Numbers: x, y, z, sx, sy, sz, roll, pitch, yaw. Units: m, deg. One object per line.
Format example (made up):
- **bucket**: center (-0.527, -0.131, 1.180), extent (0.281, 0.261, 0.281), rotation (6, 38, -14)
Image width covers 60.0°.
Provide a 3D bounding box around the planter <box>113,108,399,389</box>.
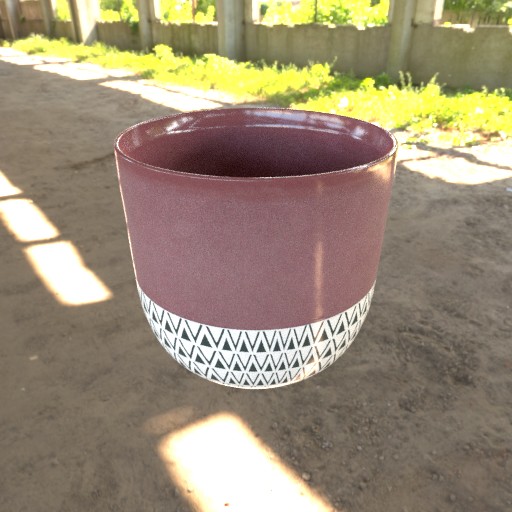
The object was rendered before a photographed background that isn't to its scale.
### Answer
- **planter**: center (0.000, 0.000, 0.493), extent (0.266, 0.270, 0.266), rotation (0, 29, 0)
